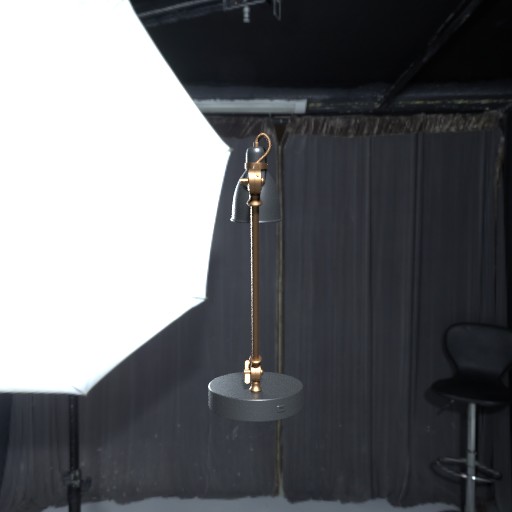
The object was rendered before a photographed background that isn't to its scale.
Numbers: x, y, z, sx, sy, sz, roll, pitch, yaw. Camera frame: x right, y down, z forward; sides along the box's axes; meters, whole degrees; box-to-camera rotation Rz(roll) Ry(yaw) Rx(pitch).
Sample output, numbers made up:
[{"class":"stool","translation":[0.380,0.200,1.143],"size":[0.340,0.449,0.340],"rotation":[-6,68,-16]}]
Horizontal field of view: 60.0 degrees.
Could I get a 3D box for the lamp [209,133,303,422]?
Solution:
[{"class":"lamp","translation":[0.000,0.000,0.907],"size":[0.187,0.587,0.561],"rotation":[0,1,0]}]
